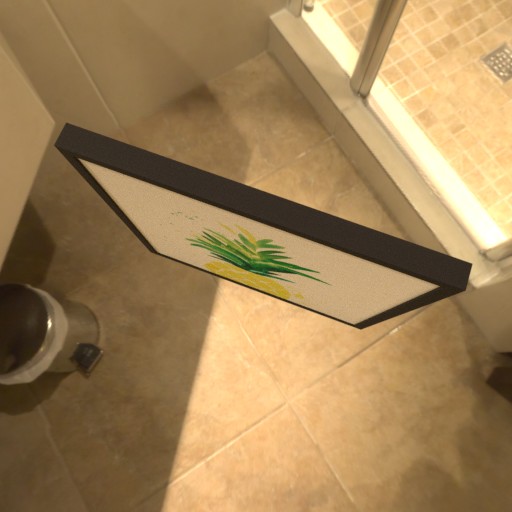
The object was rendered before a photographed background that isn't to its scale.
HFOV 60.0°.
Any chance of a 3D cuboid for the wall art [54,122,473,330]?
[{"bbox_3d":[0.000,0.000,0.762,0.508,0.507,0.033,20,77,5],"label":"wall art"}]
